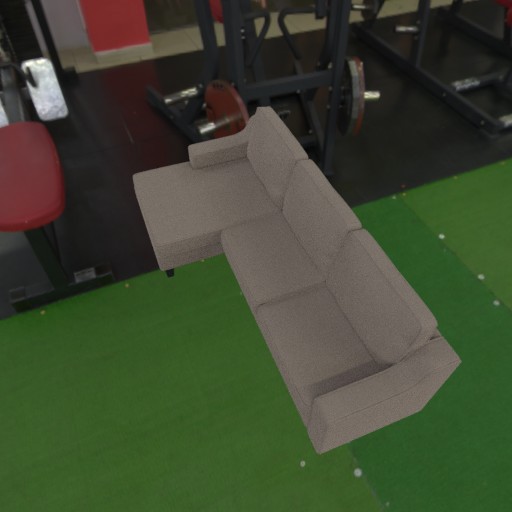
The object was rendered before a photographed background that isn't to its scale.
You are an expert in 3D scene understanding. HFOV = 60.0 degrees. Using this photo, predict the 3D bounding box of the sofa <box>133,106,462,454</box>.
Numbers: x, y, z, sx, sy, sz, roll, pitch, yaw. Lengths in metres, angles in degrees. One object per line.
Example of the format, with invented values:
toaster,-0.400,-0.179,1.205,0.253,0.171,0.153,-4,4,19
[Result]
sofa,0.000,0.000,3.114,1.294,0.928,2.561,-17,51,-14
